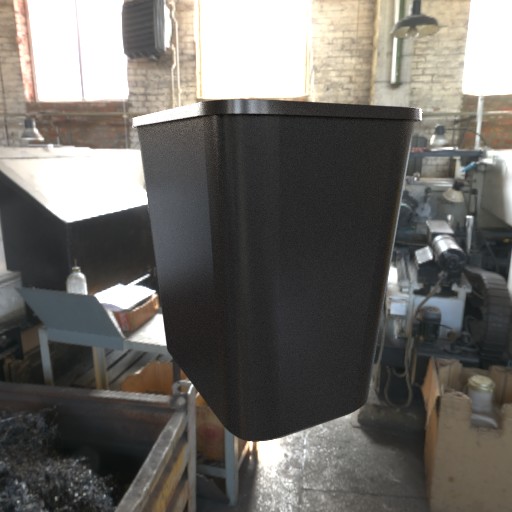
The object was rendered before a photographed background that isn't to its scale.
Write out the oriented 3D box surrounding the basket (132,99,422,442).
[{"bbox_3d":[0.000,0.000,0.506,0.211,0.307,0.300,-7,16,-27],"label":"basket"}]
